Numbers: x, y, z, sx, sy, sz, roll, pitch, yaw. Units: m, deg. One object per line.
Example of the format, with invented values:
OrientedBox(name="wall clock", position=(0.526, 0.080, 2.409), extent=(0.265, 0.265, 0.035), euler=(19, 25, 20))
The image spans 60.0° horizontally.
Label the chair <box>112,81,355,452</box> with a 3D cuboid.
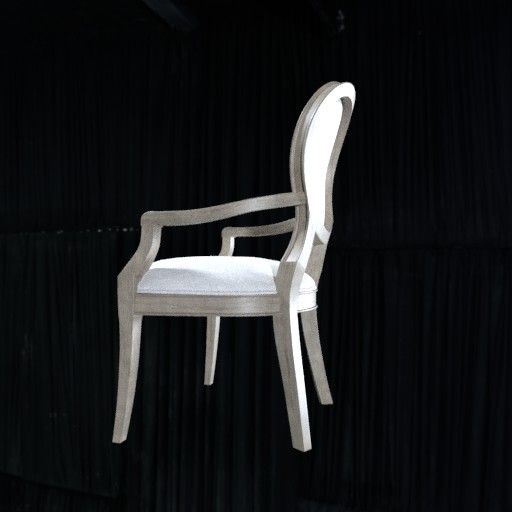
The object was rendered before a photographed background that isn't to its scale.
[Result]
OrientedBox(name="chair", position=(0.000, 0.000, 1.375), extent=(0.602, 0.991, 0.611), euler=(0, -1, 18))
